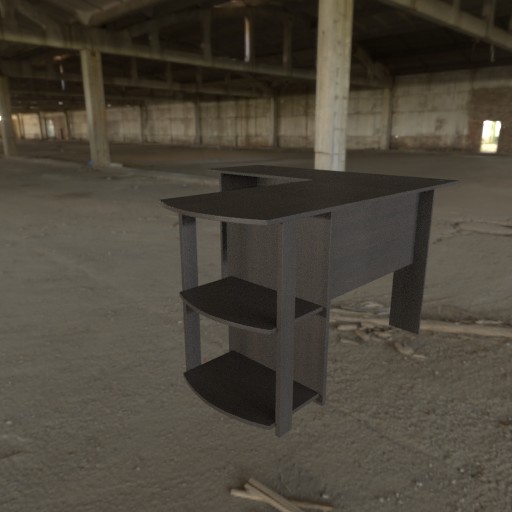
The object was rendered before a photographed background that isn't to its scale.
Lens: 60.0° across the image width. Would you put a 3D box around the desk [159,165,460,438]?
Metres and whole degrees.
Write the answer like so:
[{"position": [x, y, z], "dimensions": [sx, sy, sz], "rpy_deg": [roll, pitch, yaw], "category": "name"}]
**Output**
[{"position": [0.000, 0.000, 2.118], "dimensions": [1.303, 0.716, 1.361], "rpy_deg": [15, 22, 43], "category": "desk"}]
